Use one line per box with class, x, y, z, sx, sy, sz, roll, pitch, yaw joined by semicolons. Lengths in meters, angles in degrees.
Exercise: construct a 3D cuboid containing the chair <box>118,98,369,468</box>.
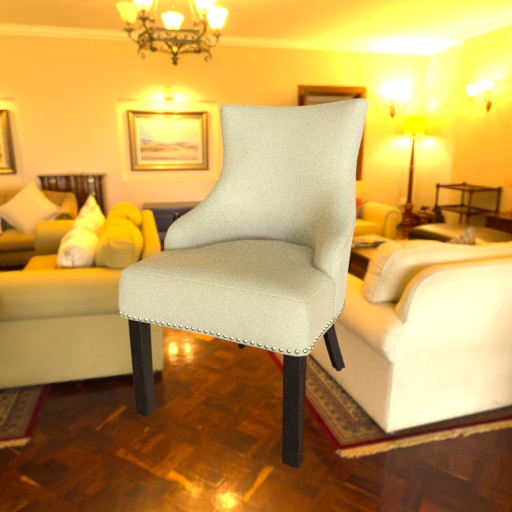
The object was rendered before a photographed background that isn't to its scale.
chair;0.000;0.000;1.321;0.566;0.909;0.629;7;16;26
